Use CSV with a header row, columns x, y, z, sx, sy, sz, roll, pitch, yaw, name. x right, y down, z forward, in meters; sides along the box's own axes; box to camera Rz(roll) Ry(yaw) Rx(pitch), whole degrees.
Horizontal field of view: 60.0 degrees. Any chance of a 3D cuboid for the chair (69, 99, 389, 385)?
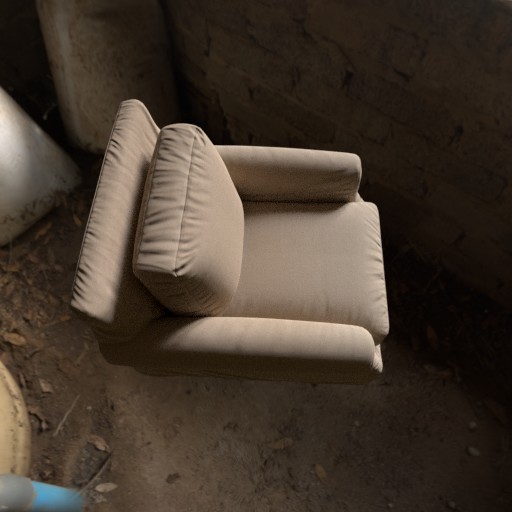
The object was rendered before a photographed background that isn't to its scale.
x,y,z,sx,sy,sz,roll,pitch,yaw,name
0.000,0.000,1.759,1.066,0.866,0.940,2,63,1,chair
